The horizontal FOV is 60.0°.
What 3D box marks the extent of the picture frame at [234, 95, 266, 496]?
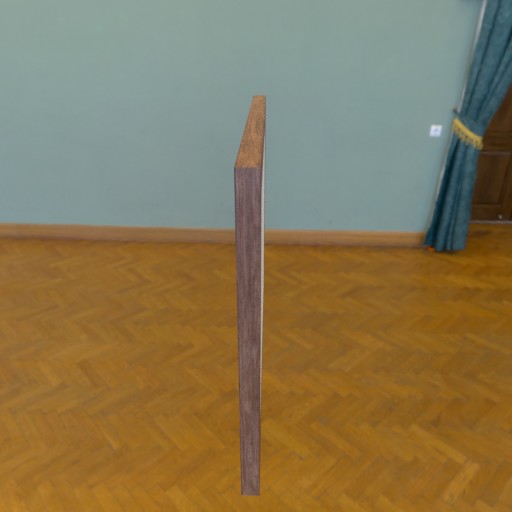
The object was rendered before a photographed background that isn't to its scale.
[{"bbox_3d":[0.000,0.000,0.758,0.025,0.457,0.559,1,26,1],"label":"picture frame"}]
